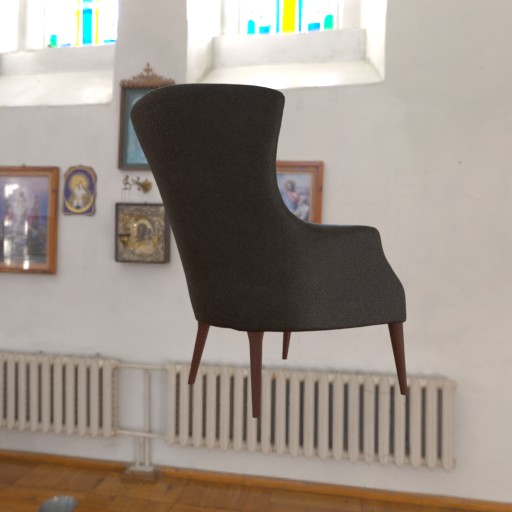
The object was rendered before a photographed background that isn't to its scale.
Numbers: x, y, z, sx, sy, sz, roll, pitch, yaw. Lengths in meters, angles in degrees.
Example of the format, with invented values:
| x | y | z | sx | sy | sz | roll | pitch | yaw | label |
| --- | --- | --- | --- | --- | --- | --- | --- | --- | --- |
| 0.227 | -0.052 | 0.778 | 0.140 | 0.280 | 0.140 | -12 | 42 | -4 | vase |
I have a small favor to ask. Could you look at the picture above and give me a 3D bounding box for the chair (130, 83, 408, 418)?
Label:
| x | y | z | sx | sy | sz | roll | pitch | yaw | label |
| --- | --- | --- | --- | --- | --- | --- | --- | --- | --- |
| 0.000 | 0.000 | 1.758 | 0.954 | 1.068 | 0.819 | 0 | 0 | -35 | chair |
